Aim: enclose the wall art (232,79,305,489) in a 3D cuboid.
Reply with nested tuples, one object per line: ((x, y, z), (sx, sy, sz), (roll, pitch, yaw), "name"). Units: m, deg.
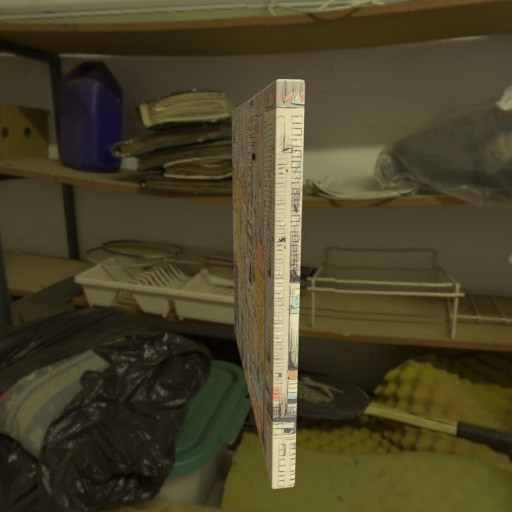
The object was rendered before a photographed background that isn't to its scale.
((0.000, 0.000, 0.917), (0.038, 0.608, 0.607), (-2, 15, -8), "wall art")
